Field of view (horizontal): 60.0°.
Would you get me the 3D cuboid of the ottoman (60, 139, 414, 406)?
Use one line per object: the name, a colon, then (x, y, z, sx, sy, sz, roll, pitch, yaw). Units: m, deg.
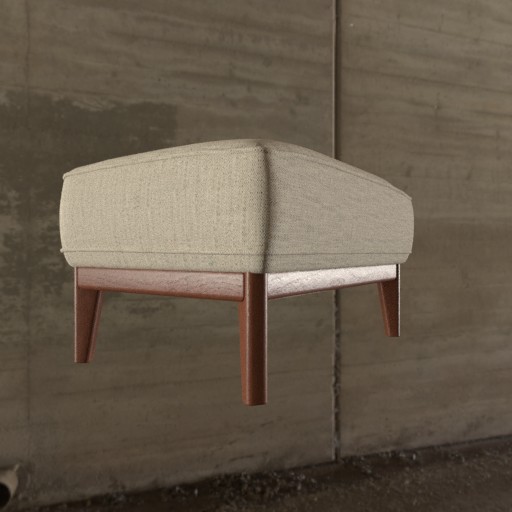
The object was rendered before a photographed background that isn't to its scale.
ottoman: (0.000, 0.000, 1.138, 0.594, 0.465, 0.794, 0, 1, 35)
